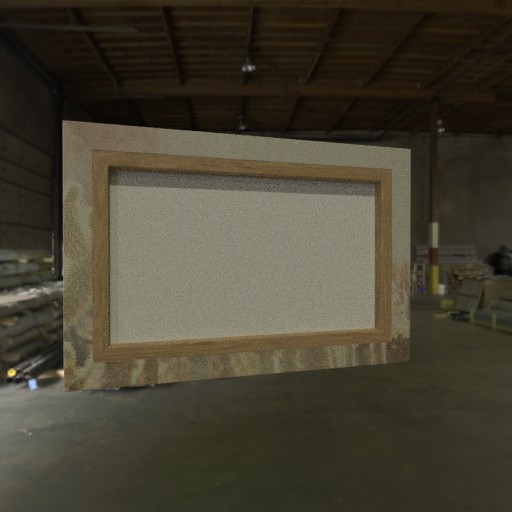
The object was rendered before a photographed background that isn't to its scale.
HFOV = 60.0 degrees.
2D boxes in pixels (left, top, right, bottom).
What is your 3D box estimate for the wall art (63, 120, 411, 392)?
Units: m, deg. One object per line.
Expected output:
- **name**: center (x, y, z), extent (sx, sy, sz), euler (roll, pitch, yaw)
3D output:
- **wall art**: center (0.000, 0.000, 1.148), extent (0.916, 0.608, 0.040), euler (0, 1, -18)
